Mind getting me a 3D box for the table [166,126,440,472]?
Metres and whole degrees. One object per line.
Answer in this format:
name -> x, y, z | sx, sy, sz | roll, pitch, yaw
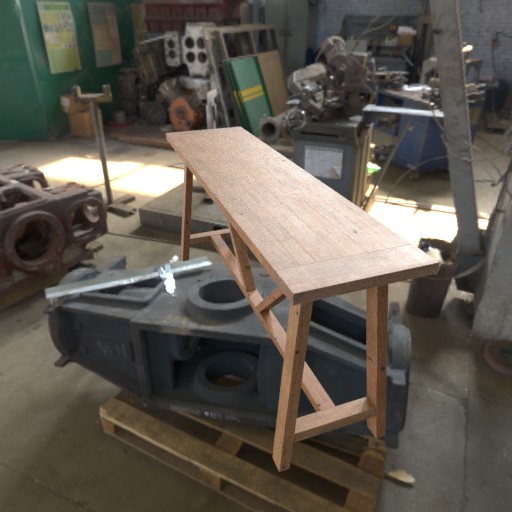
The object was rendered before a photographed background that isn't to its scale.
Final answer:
table -> 0.000, 0.000, 2.145 | 0.465, 0.810, 1.800 | -10, 31, -18
